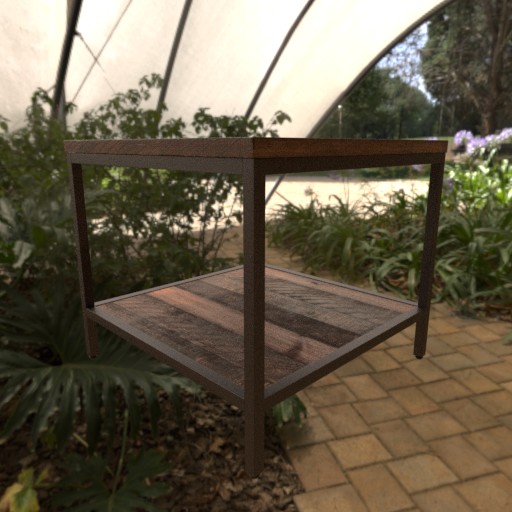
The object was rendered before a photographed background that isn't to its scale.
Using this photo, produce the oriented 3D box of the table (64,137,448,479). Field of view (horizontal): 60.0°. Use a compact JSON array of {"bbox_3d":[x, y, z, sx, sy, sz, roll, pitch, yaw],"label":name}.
[{"bbox_3d":[0.000,0.000,0.953,0.553,0.482,0.548,-14,19,-43],"label":"table"}]
